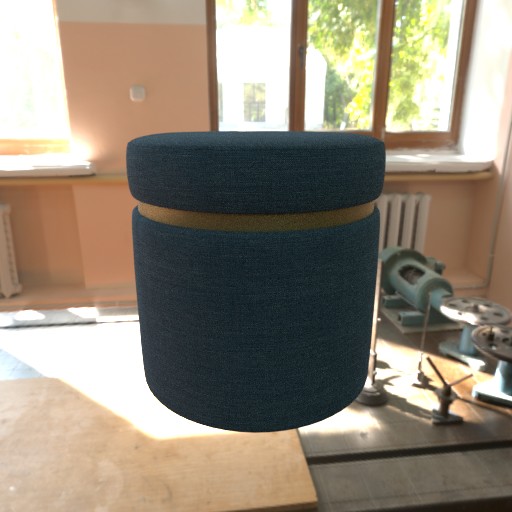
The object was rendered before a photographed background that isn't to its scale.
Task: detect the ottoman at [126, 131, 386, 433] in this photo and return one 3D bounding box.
[{"bbox_3d":[0.000,0.000,0.749,0.398,0.406,0.398,0,17,0],"label":"ottoman"}]
